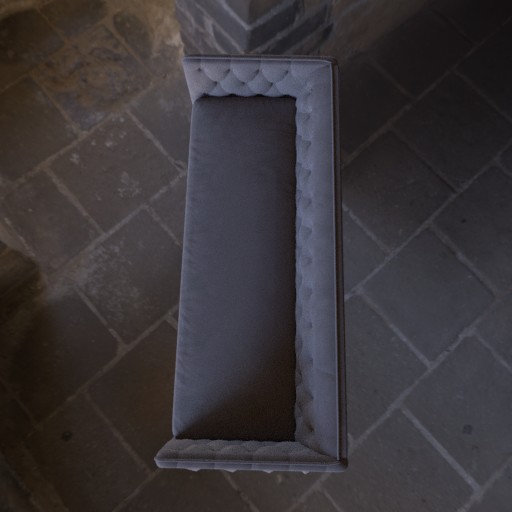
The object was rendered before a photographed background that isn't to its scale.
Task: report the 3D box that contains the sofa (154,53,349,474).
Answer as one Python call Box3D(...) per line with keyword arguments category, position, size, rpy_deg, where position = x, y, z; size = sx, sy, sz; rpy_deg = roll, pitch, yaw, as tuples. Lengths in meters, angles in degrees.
Box3D(category="sofa", position=(0.000, 0.000, 2.606), size=(0.895, 0.771, 2.209), rpy_deg=(1, 77, 0))
